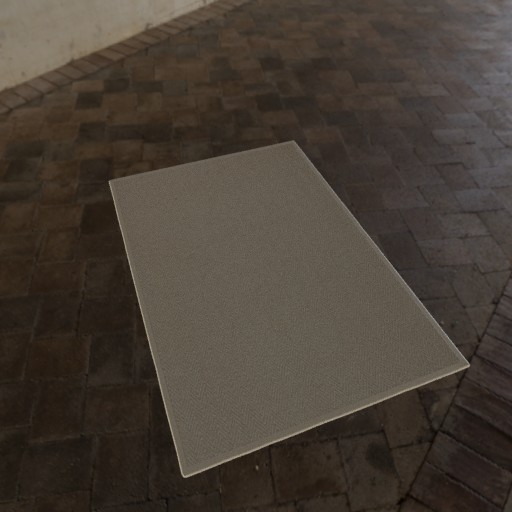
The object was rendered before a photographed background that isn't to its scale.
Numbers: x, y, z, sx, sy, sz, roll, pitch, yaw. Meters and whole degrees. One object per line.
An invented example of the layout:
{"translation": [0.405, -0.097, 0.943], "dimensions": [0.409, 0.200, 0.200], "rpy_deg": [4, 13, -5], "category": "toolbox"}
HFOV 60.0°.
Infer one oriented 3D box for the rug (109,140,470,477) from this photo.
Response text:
{"translation": [0.000, 0.000, 2.826], "dimensions": [1.532, 0.017, 2.244], "rpy_deg": [-16, 49, -14], "category": "rug"}
